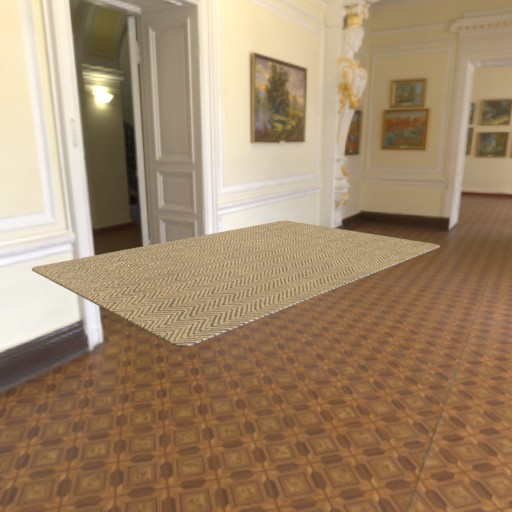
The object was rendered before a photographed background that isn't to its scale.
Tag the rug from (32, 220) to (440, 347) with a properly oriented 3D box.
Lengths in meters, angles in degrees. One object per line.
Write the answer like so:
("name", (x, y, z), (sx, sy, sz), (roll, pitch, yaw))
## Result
("rug", (0.000, 0.000, 2.214), (1.144, 0.008, 1.752), (14, 20, 43))
